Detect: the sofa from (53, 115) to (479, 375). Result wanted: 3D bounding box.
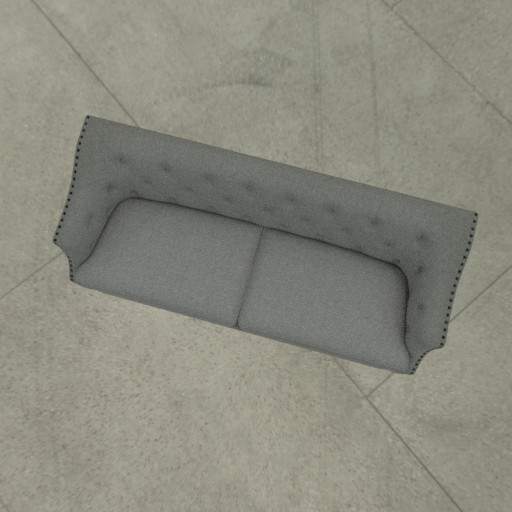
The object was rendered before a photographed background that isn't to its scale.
[{"bbox_3d":[0.000,0.000,2.724,2.235,0.901,0.914,15,78,3],"label":"sofa"}]
